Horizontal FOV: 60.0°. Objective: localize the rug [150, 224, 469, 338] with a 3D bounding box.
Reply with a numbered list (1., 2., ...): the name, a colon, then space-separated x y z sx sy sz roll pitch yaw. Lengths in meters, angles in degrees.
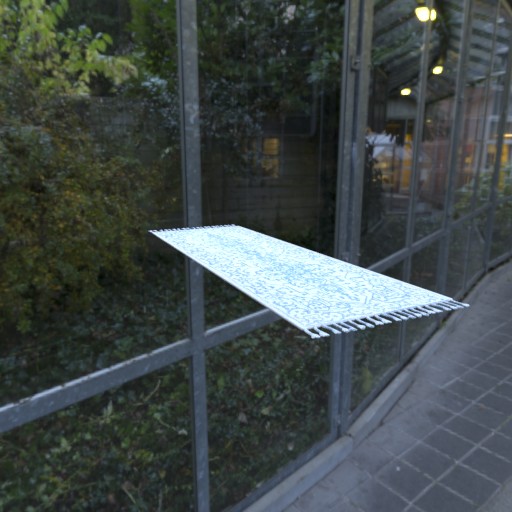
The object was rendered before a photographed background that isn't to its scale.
1. rug: 0.000 0.000 2.726 0.774 0.011 2.449 -6 14 -25
